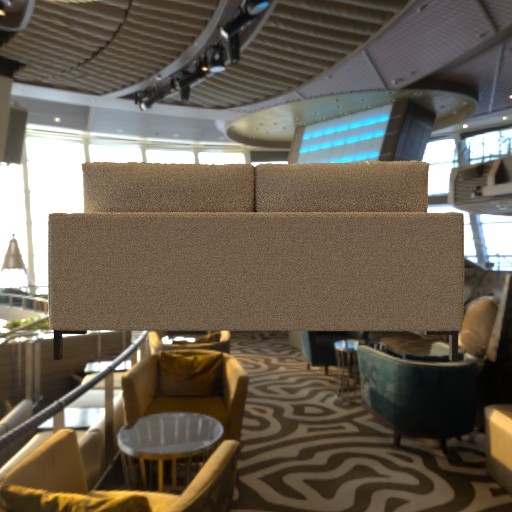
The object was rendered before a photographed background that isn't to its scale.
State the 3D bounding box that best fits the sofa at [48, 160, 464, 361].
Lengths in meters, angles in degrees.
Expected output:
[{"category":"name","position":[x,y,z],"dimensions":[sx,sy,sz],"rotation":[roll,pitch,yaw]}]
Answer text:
[{"category":"sofa","position":[0.000,0.000,2.128],"dimensions":[1.651,0.812,0.839],"rotation":[0,0,1]}]
